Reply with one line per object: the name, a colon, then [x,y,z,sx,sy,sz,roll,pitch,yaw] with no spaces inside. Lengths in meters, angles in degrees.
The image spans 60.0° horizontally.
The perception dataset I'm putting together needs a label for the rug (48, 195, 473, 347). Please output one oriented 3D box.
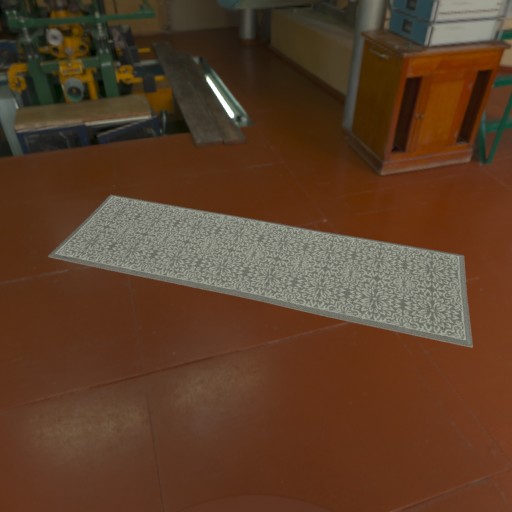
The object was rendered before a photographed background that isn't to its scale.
rug: [0.000,0.000,2.441,2.196,0.011,0.662,11,41,13]
